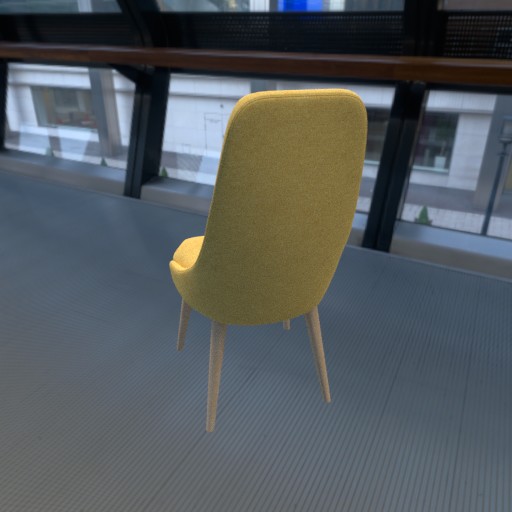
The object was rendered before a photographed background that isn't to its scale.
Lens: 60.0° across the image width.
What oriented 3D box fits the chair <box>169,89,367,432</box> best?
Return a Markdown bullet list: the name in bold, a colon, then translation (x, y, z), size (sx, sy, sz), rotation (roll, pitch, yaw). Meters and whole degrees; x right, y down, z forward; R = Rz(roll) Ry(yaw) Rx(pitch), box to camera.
- **chair**: translation (0.000, 0.000, 1.398), size (0.510, 1.040, 0.660), rotation (-8, 27, -16)
